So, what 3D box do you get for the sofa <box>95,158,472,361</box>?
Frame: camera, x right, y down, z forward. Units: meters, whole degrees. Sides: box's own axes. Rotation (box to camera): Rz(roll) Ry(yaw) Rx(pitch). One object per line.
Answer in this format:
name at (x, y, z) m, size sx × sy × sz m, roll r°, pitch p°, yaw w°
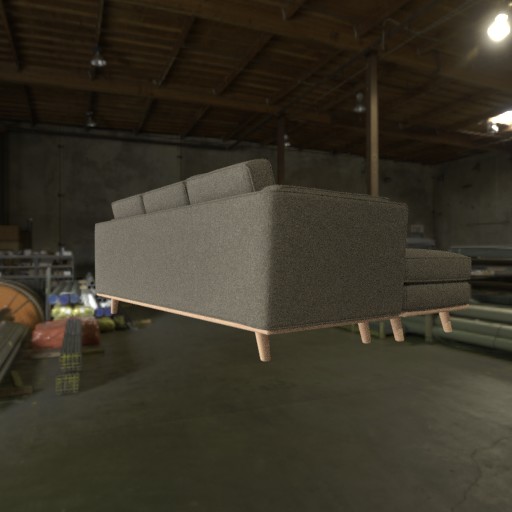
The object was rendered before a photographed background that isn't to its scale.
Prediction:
sofa at (0.000, 0.000, 3.170) m, size 1.604 × 0.929 × 2.411 m, roll 0°, pitch 0°, yaw -36°
